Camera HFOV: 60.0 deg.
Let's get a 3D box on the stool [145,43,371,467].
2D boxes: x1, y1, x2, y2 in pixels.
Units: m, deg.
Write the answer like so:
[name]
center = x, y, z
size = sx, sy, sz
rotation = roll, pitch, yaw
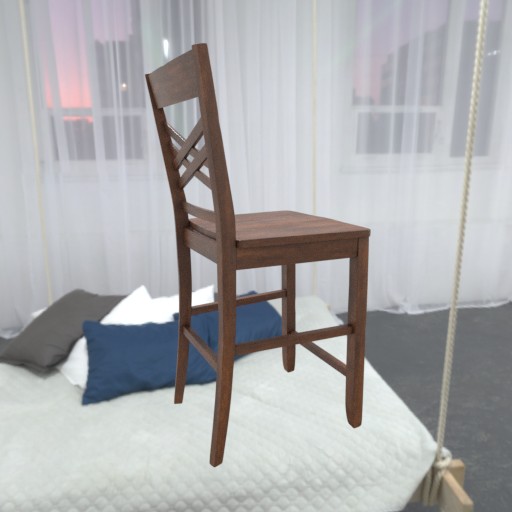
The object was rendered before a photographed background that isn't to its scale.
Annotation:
[stool]
center = 0.000, 0.000, 1.366
size = 0.539, 1.079, 0.462
rotation = -7, 15, -26
